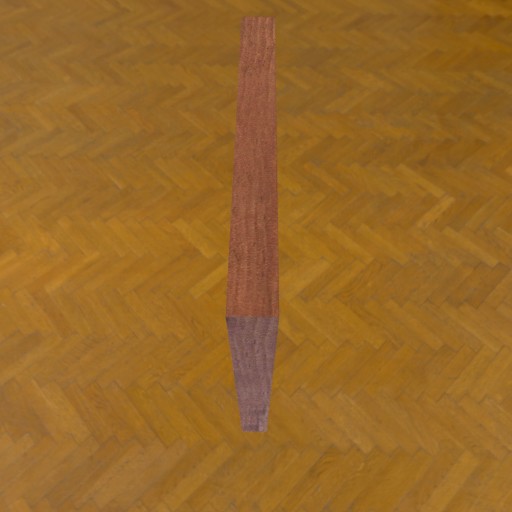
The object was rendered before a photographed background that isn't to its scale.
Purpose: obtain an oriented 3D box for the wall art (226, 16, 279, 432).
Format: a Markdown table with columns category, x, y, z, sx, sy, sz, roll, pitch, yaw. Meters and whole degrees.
| category | x | y | z | sx | sy | sz | roll | pitch | yaw |
| --- | --- | --- | --- | --- | --- | --- | --- | --- | --- |
| wall art | 0.000 | 0.000 | 0.609 | 0.039 | 0.449 | 0.377 | 1 | 59 | 0 |
